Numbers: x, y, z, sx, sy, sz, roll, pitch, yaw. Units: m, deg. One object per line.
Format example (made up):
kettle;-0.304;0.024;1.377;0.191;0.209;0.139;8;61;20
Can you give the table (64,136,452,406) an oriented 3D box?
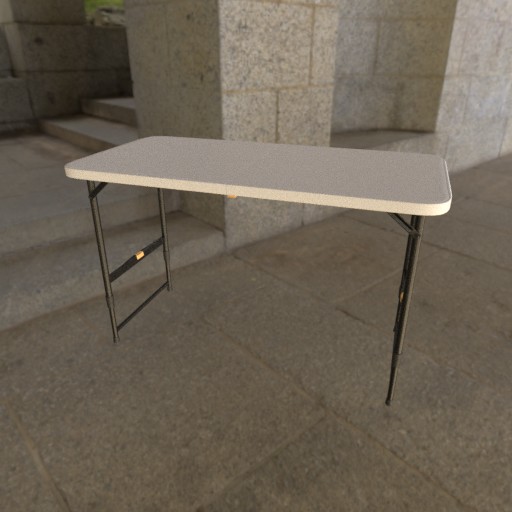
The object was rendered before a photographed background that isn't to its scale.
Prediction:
table;0.000;0.000;1.695;1.245;0.737;0.611;8;27;17
